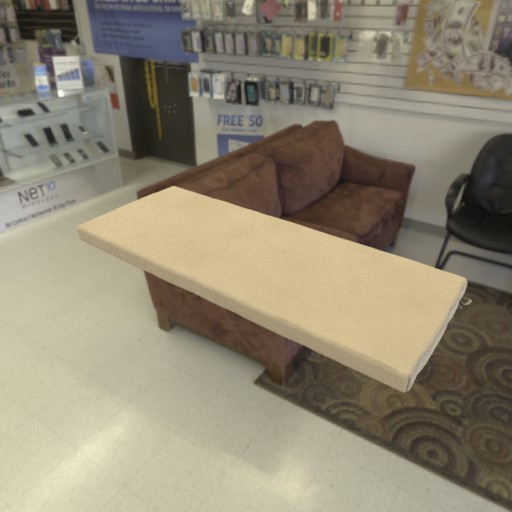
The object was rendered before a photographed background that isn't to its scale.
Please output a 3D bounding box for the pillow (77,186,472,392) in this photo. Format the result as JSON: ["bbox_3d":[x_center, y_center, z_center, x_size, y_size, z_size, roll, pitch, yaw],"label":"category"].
[{"bbox_3d":[0.000,0.000,1.371,1.187,0.081,0.492,21,36,31],"label":"pillow"}]
